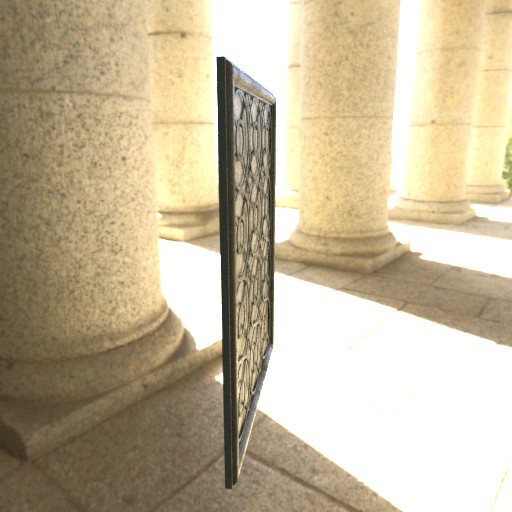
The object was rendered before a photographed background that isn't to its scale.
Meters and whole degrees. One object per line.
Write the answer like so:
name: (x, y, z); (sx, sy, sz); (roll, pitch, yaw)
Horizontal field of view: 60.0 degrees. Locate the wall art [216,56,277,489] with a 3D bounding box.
wall art: (0.000, 0.000, 1.327); (0.030, 0.983, 0.767); (2, 15, 9)
